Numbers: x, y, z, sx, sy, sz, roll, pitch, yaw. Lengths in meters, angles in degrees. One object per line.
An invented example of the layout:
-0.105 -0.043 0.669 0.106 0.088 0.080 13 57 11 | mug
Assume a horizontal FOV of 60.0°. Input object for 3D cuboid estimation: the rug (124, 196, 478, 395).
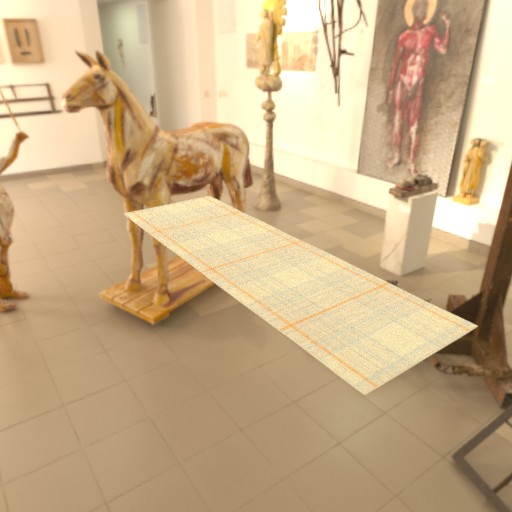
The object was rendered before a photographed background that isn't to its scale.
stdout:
0.000 0.000 2.739 0.770 0.016 2.442 -17 30 -32 | rug
